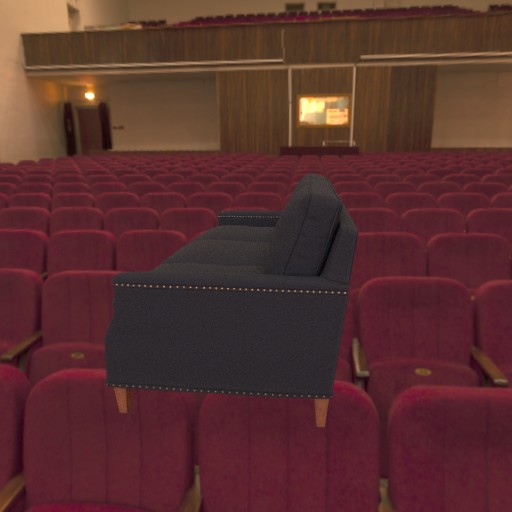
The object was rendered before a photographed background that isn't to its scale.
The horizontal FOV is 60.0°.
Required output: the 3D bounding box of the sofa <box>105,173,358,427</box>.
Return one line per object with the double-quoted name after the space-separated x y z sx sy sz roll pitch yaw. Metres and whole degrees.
0.000 0.000 2.881 1.084 1.003 2.246 2 13 7 "sofa"
